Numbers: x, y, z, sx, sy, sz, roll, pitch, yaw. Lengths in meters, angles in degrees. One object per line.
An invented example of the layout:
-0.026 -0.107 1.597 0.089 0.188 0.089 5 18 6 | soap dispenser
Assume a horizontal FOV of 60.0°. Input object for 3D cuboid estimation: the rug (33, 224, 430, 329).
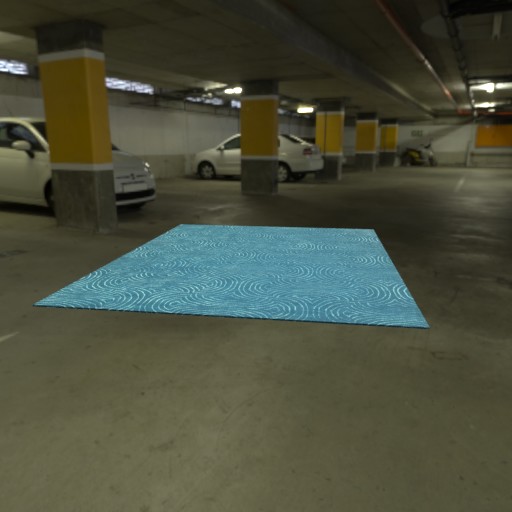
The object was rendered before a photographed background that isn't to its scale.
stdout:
0.000 0.000 4.108 2.432 0.012 3.033 2 14 8 | rug
